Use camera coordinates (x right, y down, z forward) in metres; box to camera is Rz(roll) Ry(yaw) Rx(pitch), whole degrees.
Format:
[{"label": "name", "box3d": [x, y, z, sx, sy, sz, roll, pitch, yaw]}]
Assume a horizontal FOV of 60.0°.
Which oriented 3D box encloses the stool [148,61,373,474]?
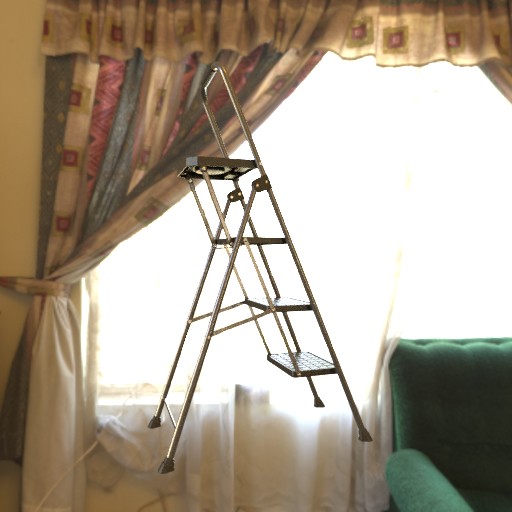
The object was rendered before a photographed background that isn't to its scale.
[{"label": "stool", "box3d": [0.000, 0.000, 1.597, 0.733, 1.277, 0.396, 0, 0, -19]}]
